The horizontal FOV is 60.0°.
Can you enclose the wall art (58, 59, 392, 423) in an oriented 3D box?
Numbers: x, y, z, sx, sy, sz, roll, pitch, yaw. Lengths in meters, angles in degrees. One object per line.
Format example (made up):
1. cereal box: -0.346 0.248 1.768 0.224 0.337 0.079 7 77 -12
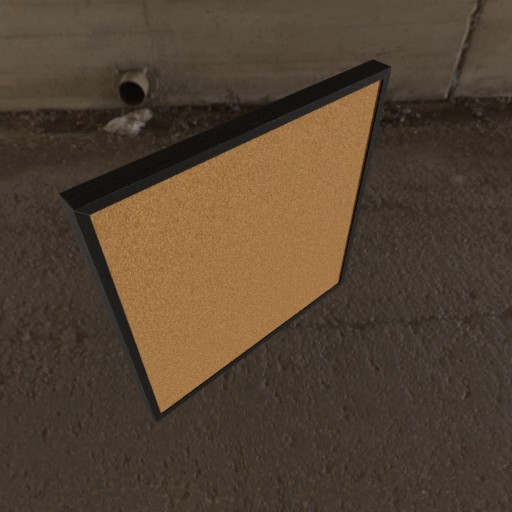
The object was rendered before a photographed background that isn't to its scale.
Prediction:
1. wall art: 0.000 0.000 0.743 0.506 0.506 0.036 -32 54 -27
